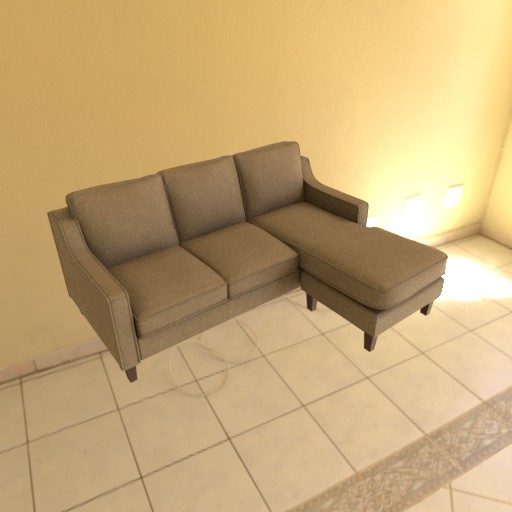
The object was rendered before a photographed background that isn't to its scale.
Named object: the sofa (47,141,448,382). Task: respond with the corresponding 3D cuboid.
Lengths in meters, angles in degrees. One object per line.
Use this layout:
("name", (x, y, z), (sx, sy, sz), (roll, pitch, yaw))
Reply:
("sofa", (0.000, 0.000, 3.290), (2.317, 1.081, 1.858), (-21, 36, -32))
